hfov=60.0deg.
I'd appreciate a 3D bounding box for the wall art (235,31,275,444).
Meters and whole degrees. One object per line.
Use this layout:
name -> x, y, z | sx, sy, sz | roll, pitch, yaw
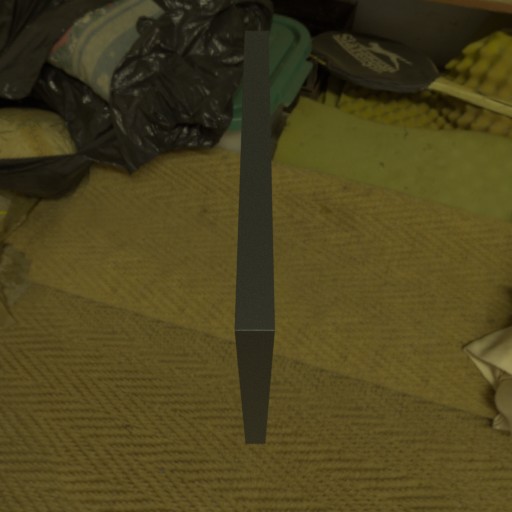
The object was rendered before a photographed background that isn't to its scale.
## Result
wall art -> 0.000, 0.000, 0.760 | 0.037, 0.506, 0.506 | 0, 56, 0
